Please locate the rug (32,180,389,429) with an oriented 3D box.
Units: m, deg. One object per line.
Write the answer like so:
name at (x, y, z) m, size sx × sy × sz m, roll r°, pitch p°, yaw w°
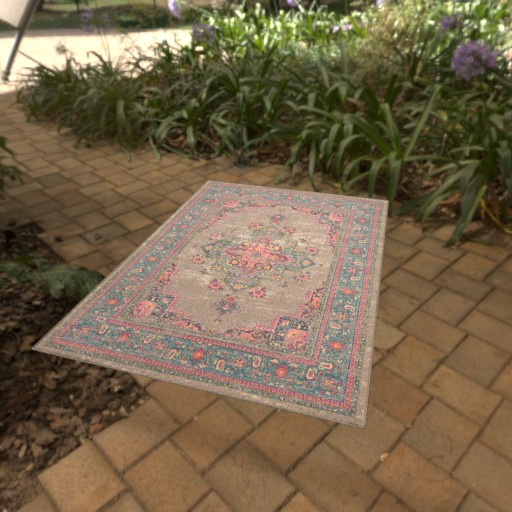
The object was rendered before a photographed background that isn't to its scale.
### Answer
rug at (0.000, 0.000, 3.644) m, size 2.005 × 0.013 × 2.890 m, roll 9°, pitch 32°, yaw 14°
